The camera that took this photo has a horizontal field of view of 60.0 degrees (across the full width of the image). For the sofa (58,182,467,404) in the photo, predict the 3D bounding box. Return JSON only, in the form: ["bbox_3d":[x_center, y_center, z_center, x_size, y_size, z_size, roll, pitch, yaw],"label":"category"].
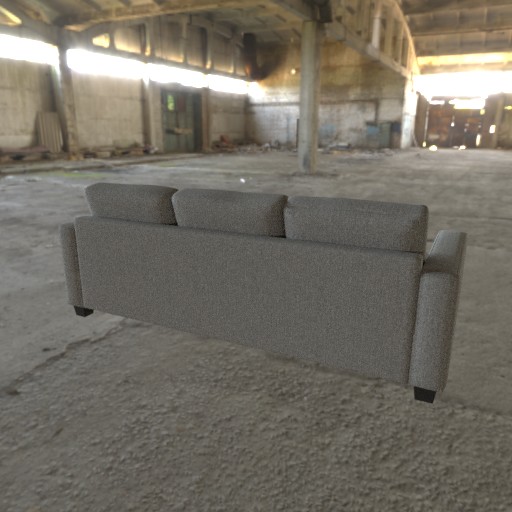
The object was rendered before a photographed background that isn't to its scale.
[{"bbox_3d":[0.000,0.000,2.506,2.120,0.800,0.900,8,18,25],"label":"sofa"}]
